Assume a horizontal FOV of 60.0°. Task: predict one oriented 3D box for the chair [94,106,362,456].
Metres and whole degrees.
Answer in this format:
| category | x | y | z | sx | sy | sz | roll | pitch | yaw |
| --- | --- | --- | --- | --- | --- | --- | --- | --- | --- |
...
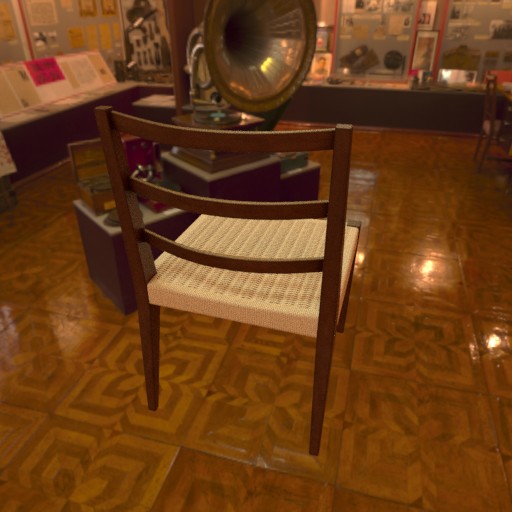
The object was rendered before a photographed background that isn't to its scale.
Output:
| category | x | y | z | sx | sy | sz | roll | pitch | yaw |
| --- | --- | --- | --- | --- | --- | --- | --- | --- | --- |
| chair | 0.000 | 0.000 | 1.150 | 0.480 | 0.813 | 0.551 | 9 | 32 | 15 |
